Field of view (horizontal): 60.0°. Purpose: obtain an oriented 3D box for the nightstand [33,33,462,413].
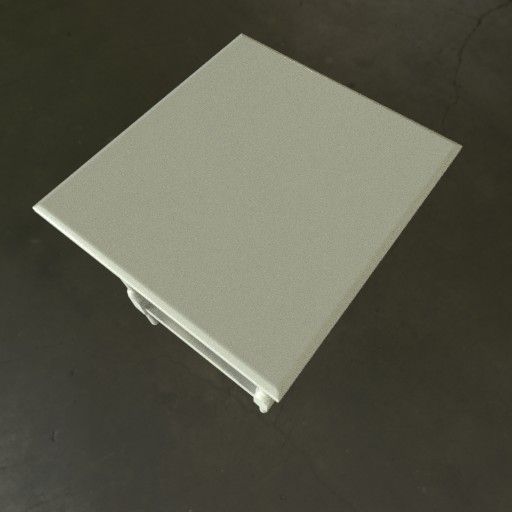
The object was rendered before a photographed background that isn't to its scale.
[{"bbox_3d":[0.000,0.000,0.933,0.459,0.555,0.505,34,68,16],"label":"nightstand"}]
